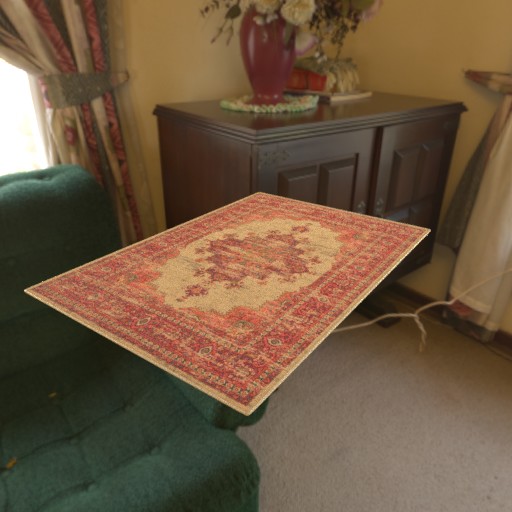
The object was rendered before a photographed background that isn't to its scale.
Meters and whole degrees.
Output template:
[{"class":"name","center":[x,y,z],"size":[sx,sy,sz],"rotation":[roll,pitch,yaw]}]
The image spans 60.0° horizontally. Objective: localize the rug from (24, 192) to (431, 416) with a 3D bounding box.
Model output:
[{"class":"rug","center":[0.000,0.000,2.847],"size":[1.555,0.011,2.232],"rotation":[17,31,32]}]
